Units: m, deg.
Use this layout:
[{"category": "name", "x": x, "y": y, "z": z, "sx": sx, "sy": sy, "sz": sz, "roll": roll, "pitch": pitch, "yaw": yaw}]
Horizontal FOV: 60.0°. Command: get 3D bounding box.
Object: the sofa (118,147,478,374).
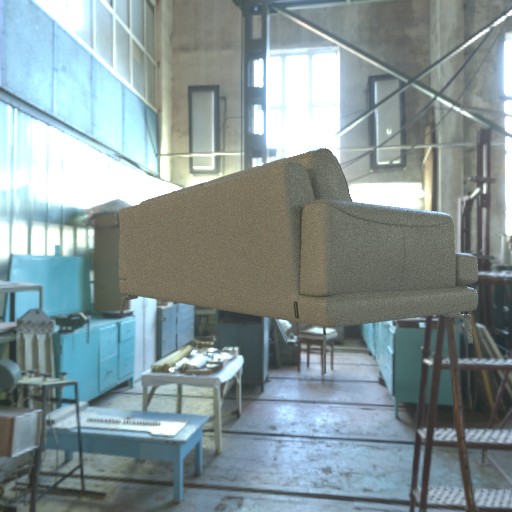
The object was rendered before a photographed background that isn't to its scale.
[{"category": "sofa", "x": 0.000, "y": 0.000, "z": 2.389, "sx": 0.974, "sy": 0.765, "sz": 1.940, "roll": 1, "pitch": -1, "yaw": -36}]
